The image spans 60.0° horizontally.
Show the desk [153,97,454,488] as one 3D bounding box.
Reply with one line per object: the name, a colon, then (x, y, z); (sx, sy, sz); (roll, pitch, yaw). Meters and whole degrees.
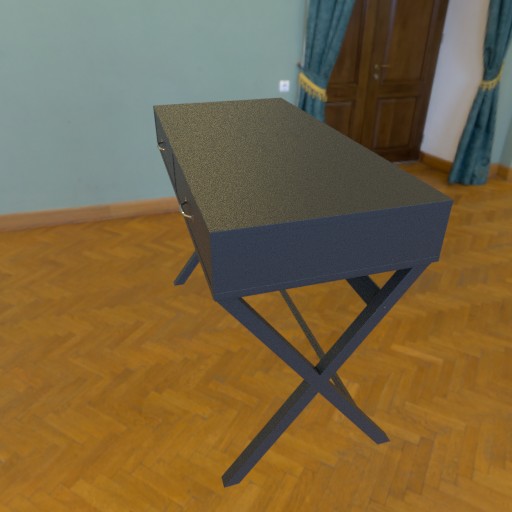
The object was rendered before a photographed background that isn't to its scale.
desk: (0.000, 0.000, 1.470); (0.525, 0.780, 1.057); (-9, 32, -14)
